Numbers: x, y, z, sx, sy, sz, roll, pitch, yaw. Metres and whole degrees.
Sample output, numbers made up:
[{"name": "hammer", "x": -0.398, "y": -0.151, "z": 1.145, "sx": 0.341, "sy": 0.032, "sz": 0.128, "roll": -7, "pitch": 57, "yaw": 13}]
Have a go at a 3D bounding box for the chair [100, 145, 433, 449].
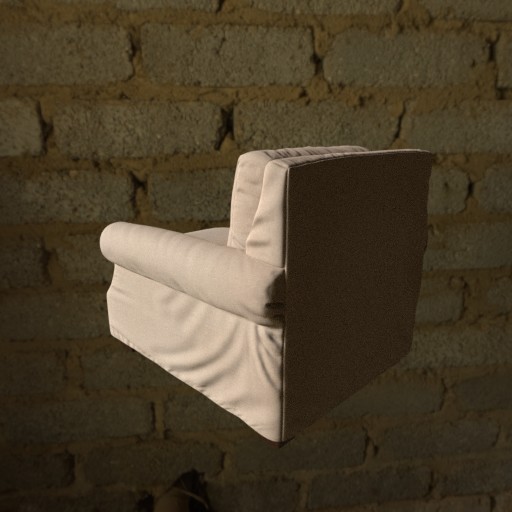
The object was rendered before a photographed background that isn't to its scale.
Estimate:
[{"name": "chair", "x": 0.000, "y": 0.000, "z": 1.774, "sx": 0.940, "sy": 0.866, "sz": 1.066, "roll": -15, "pitch": 22, "yaw": -43}]
